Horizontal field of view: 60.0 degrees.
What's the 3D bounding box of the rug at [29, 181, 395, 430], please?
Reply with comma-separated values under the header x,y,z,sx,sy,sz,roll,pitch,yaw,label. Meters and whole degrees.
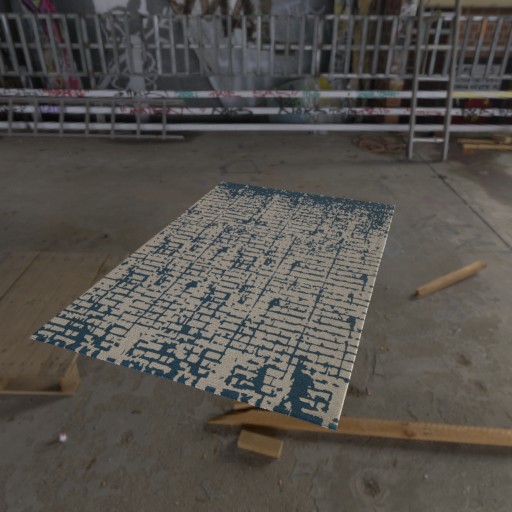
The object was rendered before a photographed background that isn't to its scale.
x,y,z,sx,sy,sz,roll,pitch,yaw,label
0.000,0.000,2.294,1.220,0.007,1.828,11,32,18,rug
